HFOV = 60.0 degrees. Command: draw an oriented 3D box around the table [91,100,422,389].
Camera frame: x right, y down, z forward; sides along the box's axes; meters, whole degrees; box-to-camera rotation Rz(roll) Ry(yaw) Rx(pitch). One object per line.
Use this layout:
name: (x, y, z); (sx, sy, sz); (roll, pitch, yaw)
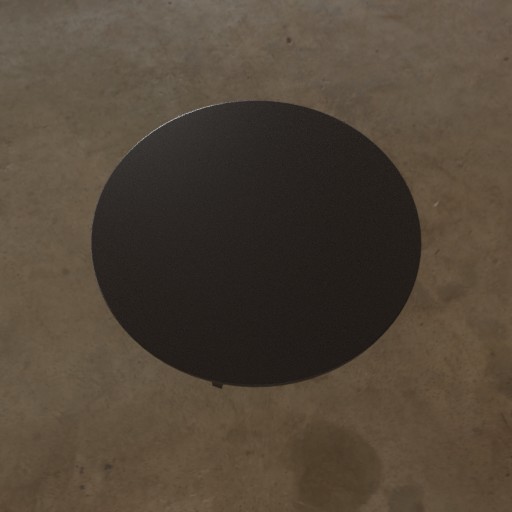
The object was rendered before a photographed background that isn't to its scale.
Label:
table: (0.000, 0.000, 1.442); (0.914, 0.457, 0.914); (0, 63, 0)
